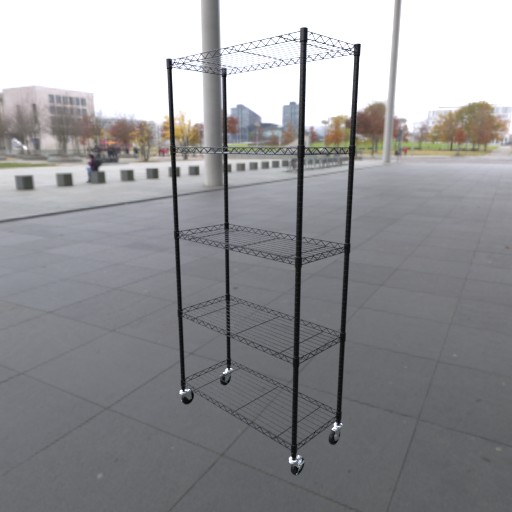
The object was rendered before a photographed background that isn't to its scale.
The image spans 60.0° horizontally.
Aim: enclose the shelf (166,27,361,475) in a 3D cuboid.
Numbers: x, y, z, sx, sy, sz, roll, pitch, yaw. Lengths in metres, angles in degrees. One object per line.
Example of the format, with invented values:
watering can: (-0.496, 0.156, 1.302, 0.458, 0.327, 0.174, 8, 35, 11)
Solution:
shelf: (0.000, 0.000, 1.932, 0.762, 1.645, 0.356, 13, 19, 43)
